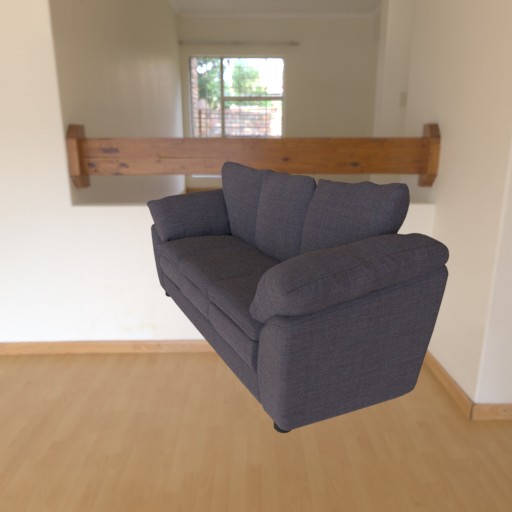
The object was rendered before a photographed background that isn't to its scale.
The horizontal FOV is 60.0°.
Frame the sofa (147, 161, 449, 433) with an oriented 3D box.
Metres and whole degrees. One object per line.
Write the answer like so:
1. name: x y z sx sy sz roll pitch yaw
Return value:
1. sofa: 0.000 0.000 2.832 0.883 1.080 2.336 -7 17 -25
